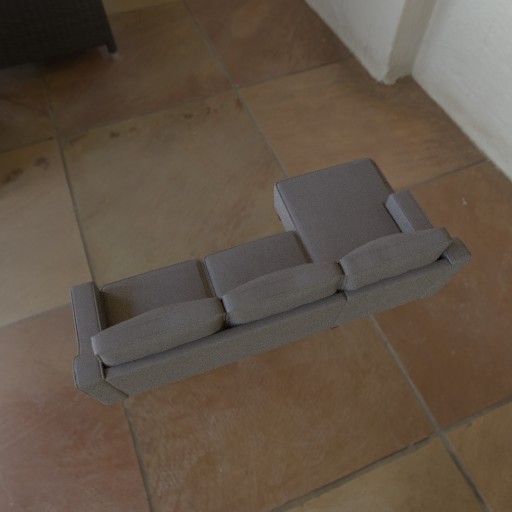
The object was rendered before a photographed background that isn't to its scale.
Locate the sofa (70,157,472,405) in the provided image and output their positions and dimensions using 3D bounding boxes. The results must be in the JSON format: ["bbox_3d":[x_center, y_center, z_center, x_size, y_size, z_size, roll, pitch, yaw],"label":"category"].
[{"bbox_3d":[0.000,0.000,3.216,2.561,0.928,1.294,-17,60,-10],"label":"sofa"}]
